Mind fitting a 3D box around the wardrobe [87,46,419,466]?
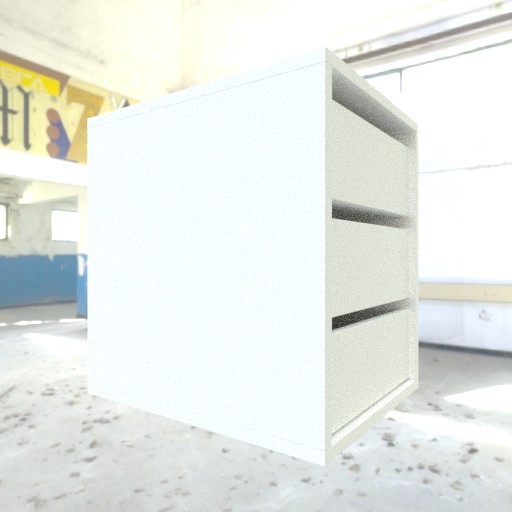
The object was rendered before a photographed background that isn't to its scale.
[{"bbox_3d":[0.000,0.000,0.856,0.500,0.520,0.400,0,0,36],"label":"wardrobe"}]
